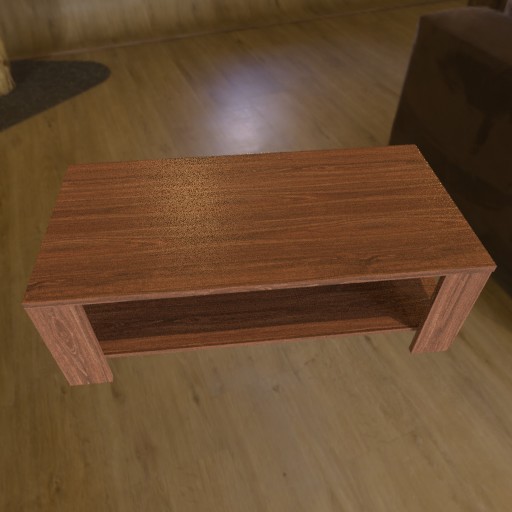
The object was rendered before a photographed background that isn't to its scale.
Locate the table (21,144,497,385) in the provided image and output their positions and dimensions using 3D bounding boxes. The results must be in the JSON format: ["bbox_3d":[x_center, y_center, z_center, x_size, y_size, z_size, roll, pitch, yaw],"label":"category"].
[{"bbox_3d":[0.000,0.000,1.464,1.200,0.400,0.600,-4,45,-4],"label":"table"}]
